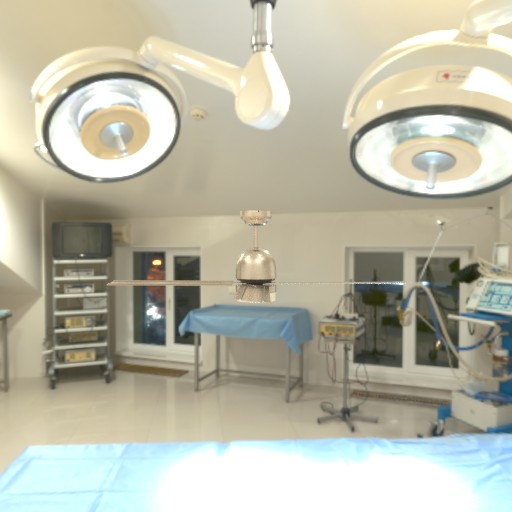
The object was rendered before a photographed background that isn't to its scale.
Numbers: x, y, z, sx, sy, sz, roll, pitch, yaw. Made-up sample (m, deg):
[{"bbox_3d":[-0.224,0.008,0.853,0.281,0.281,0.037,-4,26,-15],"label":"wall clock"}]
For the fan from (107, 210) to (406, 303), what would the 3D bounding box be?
[{"bbox_3d":[0.000,0.000,2.035,1.346,0.406,1.346,0,1,0],"label":"fan"}]
